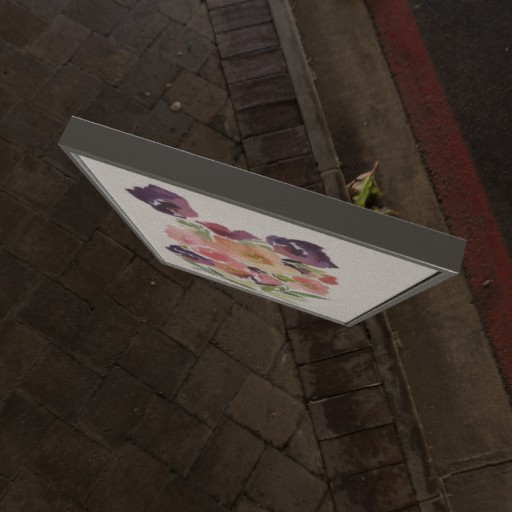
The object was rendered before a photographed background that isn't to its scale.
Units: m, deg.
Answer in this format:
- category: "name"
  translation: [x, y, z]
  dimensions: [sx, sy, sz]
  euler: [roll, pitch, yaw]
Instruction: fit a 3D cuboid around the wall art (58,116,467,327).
- category: "wall art"
  translation: [0.000, 0.000, 0.742]
  dimensions: [0.452, 0.549, 0.038]
  euler: [18, 76, 5]
